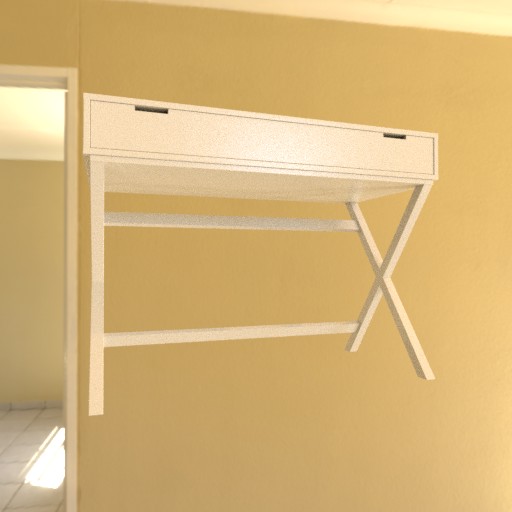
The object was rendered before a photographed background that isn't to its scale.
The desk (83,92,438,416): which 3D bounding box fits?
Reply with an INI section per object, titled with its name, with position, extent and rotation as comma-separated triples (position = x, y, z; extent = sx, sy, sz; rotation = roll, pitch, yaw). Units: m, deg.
[desk]
position = 0.000, 0.000, 1.477
extent = 1.059, 0.780, 0.509
rotation = 0, -1, -19
